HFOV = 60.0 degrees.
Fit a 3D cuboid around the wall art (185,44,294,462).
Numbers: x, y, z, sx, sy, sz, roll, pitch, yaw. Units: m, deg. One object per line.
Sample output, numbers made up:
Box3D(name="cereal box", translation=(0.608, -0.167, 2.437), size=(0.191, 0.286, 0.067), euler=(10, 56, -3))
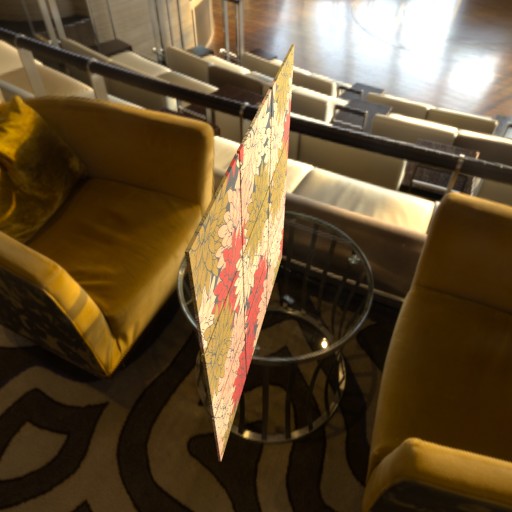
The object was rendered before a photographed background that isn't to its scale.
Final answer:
Box3D(name="wall art", translation=(0.000, 0.000, 2.258), size=(0.013, 1.534, 1.519), euler=(10, 47, 10))
